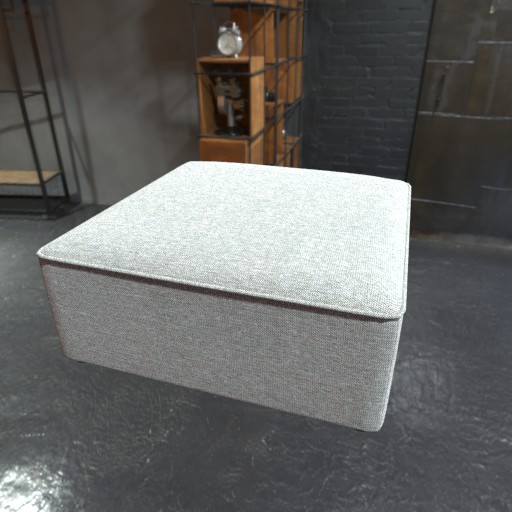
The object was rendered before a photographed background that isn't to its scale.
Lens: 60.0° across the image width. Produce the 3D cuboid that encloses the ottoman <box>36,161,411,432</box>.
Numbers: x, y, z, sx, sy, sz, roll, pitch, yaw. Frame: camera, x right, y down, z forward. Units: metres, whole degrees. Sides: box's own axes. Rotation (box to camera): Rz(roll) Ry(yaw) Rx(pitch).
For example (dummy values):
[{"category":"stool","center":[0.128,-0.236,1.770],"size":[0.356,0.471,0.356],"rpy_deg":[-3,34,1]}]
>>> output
[{"category":"ottoman","center":[0.000,0.000,1.596],"size":[1.005,0.455,1.005],"rpy_deg":[8,29,16]}]
